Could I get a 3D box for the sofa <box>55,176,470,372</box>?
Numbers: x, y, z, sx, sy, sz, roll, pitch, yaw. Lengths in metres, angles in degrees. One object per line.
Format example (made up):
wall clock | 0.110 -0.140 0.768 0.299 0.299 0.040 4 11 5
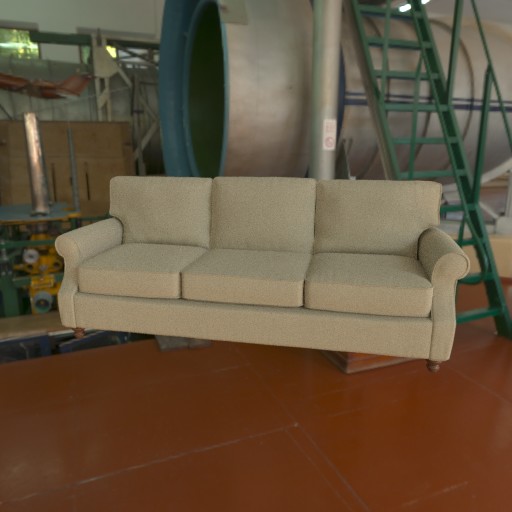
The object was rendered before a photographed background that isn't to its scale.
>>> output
sofa | 0.000 0.000 2.789 2.354 0.948 0.966 3 15 11
